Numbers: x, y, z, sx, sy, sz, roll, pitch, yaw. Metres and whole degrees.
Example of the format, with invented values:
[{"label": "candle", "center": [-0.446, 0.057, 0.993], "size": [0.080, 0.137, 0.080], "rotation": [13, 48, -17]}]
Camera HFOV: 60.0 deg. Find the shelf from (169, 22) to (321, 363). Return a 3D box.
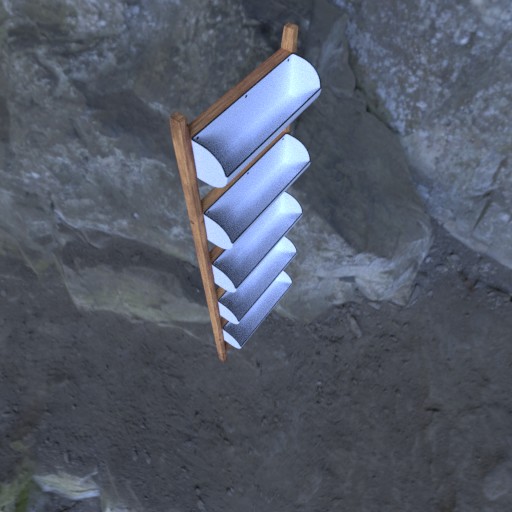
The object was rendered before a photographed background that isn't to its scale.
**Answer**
[{"label": "shelf", "center": [0.000, 0.000, 1.716], "size": [0.141, 1.600, 0.454], "rotation": [33, 64, 19]}]
